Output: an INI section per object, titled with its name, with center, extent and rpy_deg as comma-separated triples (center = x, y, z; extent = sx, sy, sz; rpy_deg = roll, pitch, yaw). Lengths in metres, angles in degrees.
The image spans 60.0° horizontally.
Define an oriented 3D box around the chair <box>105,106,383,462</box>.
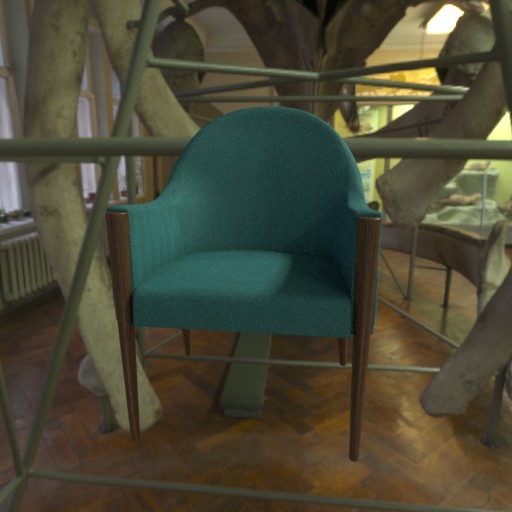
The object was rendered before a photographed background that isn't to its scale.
[chair]
center = 0.000, 0.000, 1.329
extent = 0.656, 0.907, 0.652
rpy_deg = 2, 14, 8
